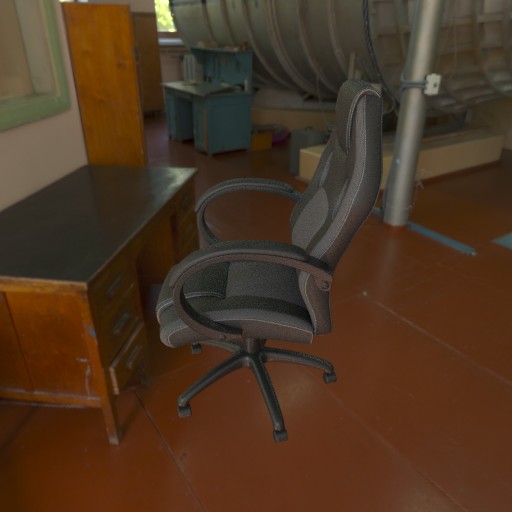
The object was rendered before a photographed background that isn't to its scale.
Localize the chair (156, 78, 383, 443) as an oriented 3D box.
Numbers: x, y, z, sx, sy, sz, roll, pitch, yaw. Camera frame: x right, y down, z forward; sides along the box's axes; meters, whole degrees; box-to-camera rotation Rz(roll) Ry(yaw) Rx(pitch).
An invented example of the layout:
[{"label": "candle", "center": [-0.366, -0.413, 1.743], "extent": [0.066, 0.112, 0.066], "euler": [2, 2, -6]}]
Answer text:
[{"label": "chair", "center": [0.000, 0.000, 1.609], "extent": [0.724, 1.187, 0.673], "euler": [0, 27, 0]}]
